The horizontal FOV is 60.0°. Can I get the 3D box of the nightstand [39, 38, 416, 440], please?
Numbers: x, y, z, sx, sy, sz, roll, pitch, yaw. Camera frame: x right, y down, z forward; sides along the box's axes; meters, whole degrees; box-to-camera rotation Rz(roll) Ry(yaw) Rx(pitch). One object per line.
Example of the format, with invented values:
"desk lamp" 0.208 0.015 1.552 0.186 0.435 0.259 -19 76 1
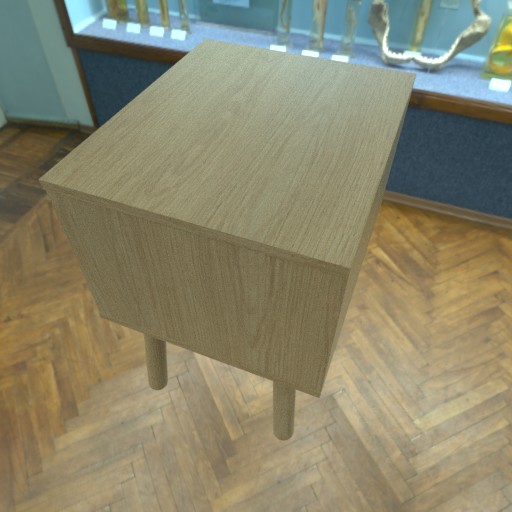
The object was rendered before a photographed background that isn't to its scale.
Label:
"nightstand" 0.000 0.000 0.834 0.380 0.571 0.450 16 49 15
